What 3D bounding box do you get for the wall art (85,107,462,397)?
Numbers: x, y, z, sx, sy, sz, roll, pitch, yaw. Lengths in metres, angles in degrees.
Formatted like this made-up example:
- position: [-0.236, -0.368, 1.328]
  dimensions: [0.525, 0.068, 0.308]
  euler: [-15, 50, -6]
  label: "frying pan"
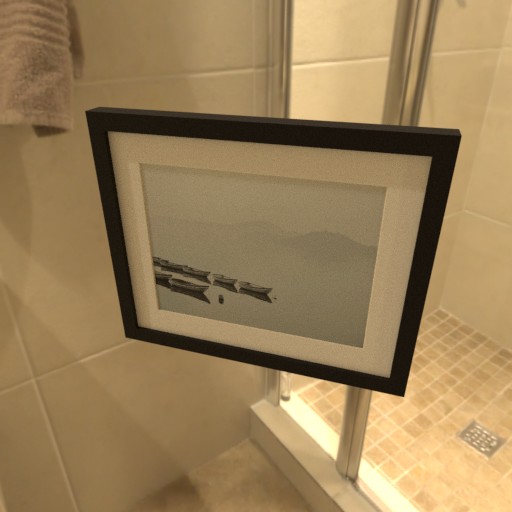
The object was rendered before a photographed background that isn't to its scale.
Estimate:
- position: [0.000, 0.000, 0.540]
  dimensions: [0.397, 0.325, 0.028]
  euler: [8, 30, 15]
  label: "wall art"
